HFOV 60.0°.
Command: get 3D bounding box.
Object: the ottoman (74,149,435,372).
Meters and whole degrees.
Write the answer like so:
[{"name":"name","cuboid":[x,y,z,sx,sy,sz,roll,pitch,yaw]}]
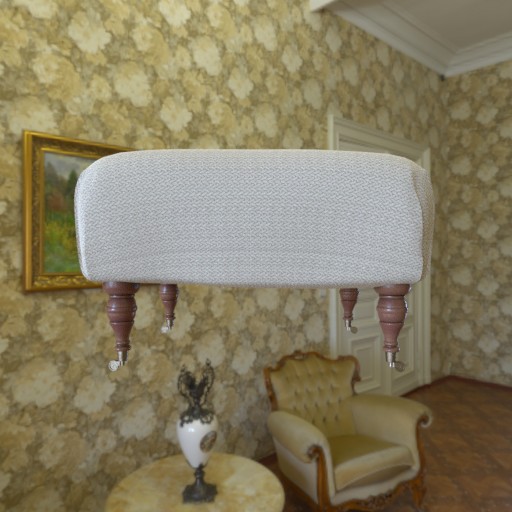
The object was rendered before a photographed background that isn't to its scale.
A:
[{"name":"ottoman","cuboid":[0.000,0.000,1.083,0.684,0.447,0.622,0,0,1]}]
